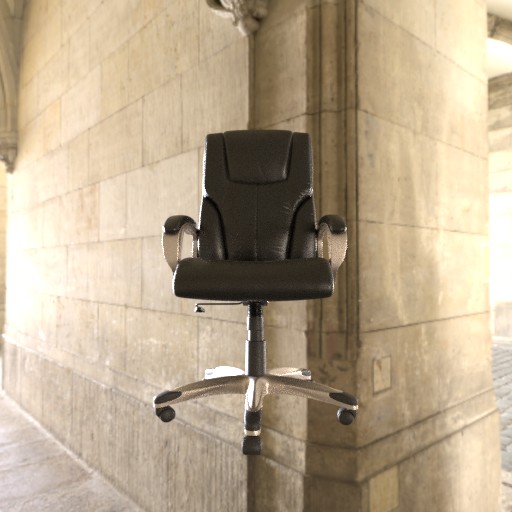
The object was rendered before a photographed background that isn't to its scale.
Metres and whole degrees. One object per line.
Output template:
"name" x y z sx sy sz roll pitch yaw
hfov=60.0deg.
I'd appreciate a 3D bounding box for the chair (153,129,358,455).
"chair" 0.000 0.000 1.635 0.700 1.145 0.780 0 -1 2
